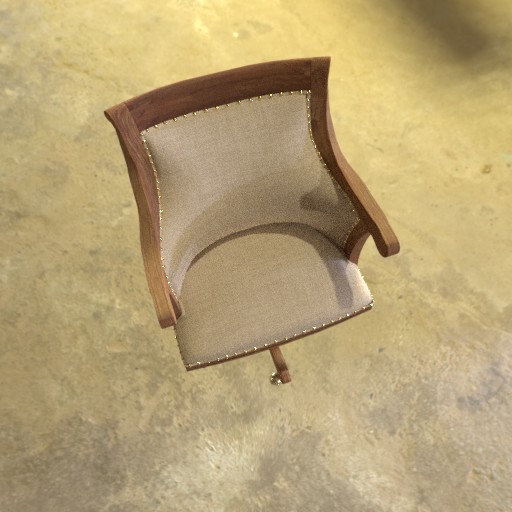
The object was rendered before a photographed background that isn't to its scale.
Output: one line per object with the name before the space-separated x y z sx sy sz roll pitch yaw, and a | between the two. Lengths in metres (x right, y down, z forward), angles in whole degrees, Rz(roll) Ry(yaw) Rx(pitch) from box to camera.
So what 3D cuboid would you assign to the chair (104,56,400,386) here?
chair | 0.000 0.000 1.441 0.656 0.965 0.689 -17 64 -9
